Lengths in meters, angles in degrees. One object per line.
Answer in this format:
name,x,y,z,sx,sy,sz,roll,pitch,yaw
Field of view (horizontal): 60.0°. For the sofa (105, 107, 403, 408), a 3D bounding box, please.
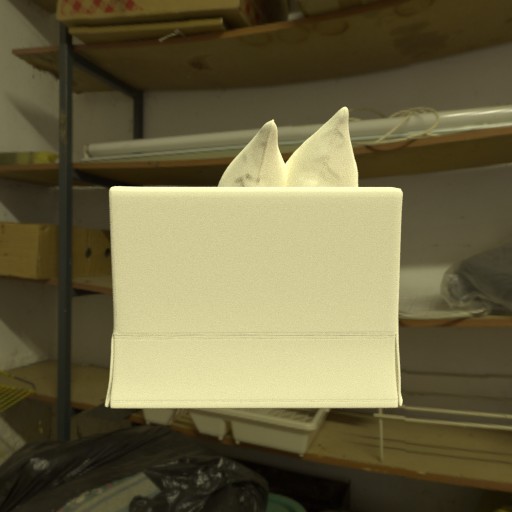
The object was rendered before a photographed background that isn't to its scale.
sofa,0.000,0.000,2.238,1.026,1.039,1.608,0,-1,0
